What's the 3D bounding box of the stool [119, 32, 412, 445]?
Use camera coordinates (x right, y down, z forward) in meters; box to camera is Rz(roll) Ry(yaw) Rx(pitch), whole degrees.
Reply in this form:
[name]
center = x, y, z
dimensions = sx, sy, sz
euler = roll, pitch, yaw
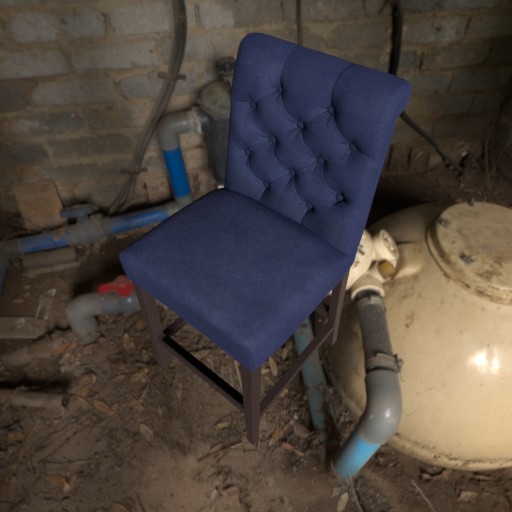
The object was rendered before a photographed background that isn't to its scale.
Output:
[stool]
center = 0.000, 0.000, 1.301
dimensions = 0.493, 1.010, 0.601
euler = 31, 55, 26
